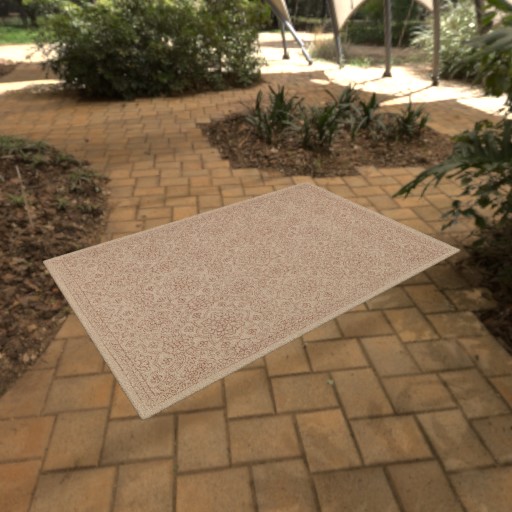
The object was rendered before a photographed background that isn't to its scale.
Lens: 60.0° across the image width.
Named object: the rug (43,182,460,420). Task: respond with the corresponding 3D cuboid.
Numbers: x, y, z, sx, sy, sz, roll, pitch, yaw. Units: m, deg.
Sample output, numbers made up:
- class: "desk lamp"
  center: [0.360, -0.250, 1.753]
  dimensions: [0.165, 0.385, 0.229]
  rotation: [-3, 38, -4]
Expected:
- class: "rug"
  center: [0.000, 0.000, 2.325]
  dimensions: [1.829, 0.010, 1.219]
  rotation: [-21, 37, -31]
